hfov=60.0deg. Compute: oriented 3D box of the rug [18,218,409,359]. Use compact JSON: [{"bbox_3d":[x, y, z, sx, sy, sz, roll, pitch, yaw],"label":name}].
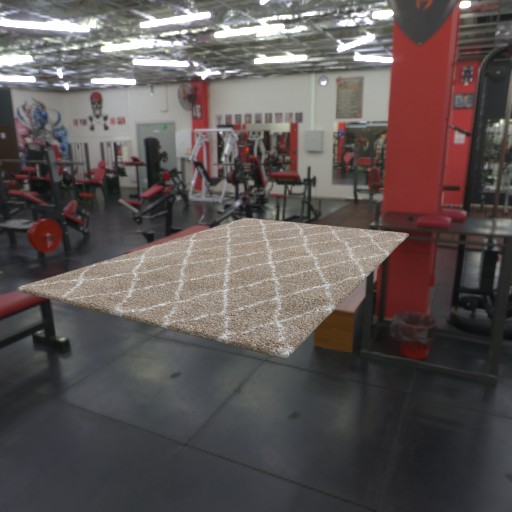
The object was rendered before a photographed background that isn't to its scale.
[{"bbox_3d":[0.000,0.000,3.403,1.778,0.030,2.743,8,17,28],"label":"rug"}]
